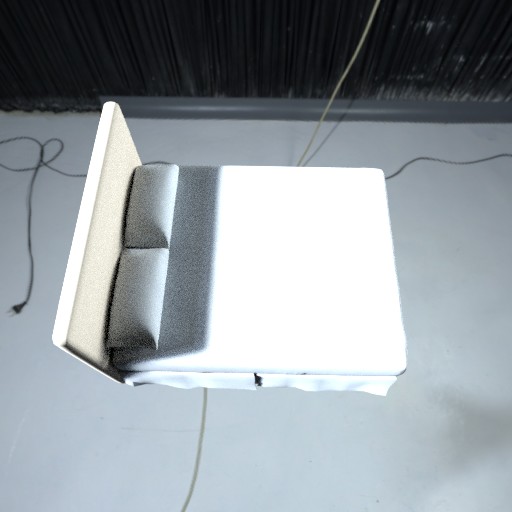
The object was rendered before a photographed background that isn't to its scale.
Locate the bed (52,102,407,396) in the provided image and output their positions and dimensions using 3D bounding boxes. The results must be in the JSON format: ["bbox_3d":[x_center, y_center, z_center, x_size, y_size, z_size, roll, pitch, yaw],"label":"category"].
[{"bbox_3d":[0.000,0.000,3.238,2.142,1.330,1.748,1,65,1],"label":"bed"}]
